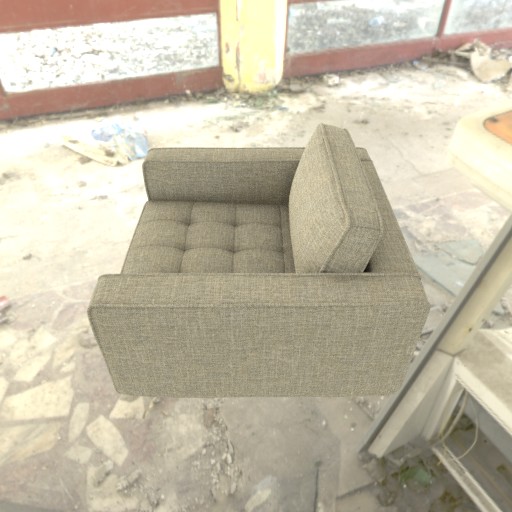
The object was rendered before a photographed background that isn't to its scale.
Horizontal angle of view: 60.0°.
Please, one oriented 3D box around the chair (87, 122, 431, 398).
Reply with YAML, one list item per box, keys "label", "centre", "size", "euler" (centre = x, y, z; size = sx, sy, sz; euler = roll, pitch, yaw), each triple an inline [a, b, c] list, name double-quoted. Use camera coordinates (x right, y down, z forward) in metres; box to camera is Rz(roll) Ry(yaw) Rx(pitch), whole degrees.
- label: "chair"
  centre: [0.000, 0.000, 1.589]
  size: [0.914, 0.765, 0.889]
  euler: [0, 41, 0]
